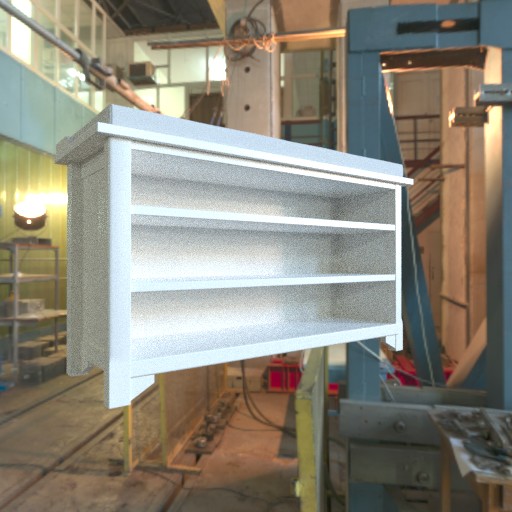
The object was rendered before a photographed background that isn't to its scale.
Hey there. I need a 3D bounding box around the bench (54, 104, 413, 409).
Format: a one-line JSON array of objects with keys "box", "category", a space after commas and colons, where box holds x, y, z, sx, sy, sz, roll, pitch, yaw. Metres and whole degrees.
[{"box": [0.000, 0.000, 1.252, 0.987, 0.589, 0.346, 0, -1, -37], "category": "bench"}]
